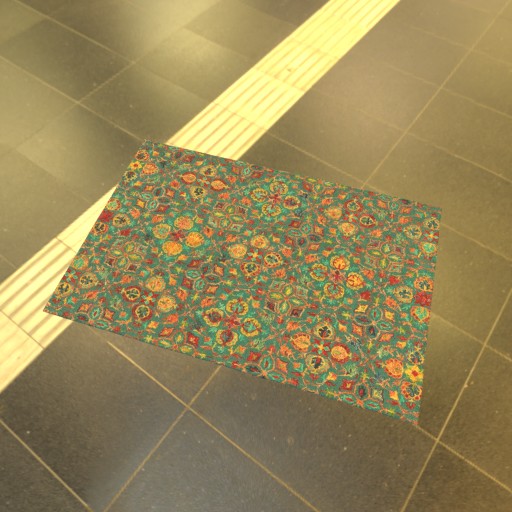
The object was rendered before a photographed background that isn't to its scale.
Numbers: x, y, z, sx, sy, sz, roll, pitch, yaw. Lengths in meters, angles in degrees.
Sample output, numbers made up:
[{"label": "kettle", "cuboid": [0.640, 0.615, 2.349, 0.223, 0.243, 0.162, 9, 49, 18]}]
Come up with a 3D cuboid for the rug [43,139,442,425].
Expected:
[{"label": "rug", "cuboid": [0.000, 0.000, 2.933, 2.290, 0.016, 1.527, 15, 60, 9]}]
